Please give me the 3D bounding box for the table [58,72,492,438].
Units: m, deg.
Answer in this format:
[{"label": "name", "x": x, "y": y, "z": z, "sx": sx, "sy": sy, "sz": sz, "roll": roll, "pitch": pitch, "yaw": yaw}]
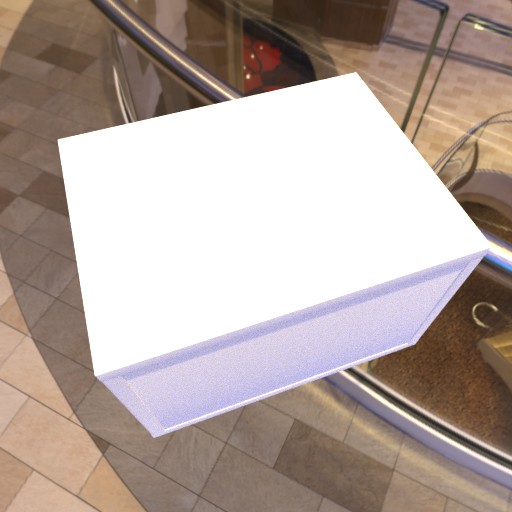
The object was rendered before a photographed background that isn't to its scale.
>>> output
[{"label": "table", "x": 0.000, "y": 0.000, "z": 0.786, "sx": 0.517, "sy": 0.357, "sz": 0.399, "roll": -16, "pitch": 58, "yaw": -11}]
